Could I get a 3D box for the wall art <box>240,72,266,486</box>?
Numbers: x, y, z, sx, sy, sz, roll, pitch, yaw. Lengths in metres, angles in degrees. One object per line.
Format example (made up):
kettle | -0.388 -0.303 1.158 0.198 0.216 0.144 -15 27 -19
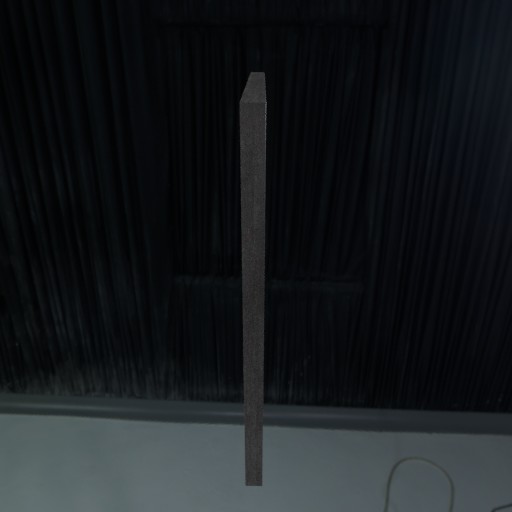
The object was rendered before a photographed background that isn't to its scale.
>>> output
wall art | 0.000 0.000 0.793 0.027 0.580 0.479 0 26 1
